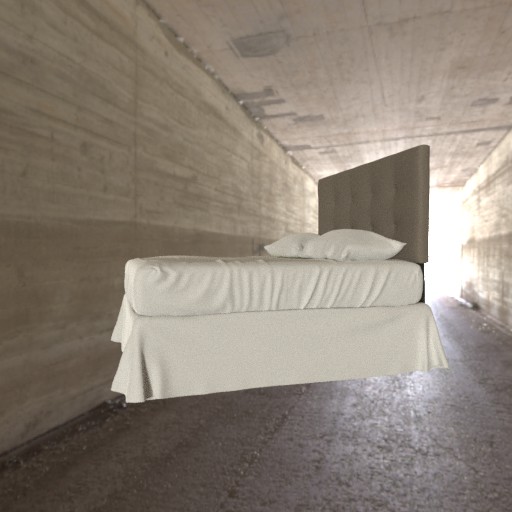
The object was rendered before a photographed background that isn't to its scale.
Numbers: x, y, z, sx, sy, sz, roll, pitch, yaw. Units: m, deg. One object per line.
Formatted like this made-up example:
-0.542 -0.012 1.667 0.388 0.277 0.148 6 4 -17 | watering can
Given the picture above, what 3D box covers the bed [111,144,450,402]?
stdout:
0.000 0.000 3.556 2.222 1.577 1.936 0 1 -18 | bed
